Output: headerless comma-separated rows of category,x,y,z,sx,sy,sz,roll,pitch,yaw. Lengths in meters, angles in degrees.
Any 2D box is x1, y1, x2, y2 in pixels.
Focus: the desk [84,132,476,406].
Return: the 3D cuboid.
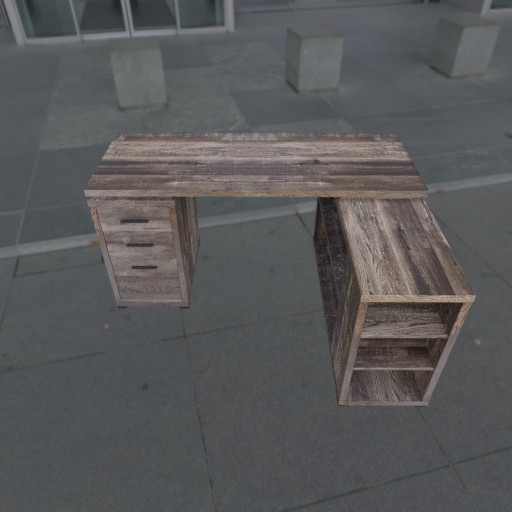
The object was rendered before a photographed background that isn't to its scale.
desk,0.000,0.000,2.199,1.524,0.753,1.200,0,40,0
